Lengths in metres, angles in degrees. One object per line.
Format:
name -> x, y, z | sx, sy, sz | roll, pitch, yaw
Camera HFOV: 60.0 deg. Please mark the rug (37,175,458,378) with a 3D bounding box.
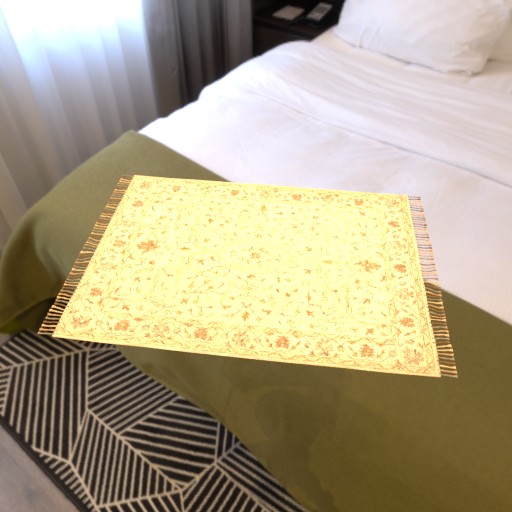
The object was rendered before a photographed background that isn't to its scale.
rug -> 0.000, 0.000, 2.338 | 1.861, 0.017, 1.218 | 5, 47, 5
